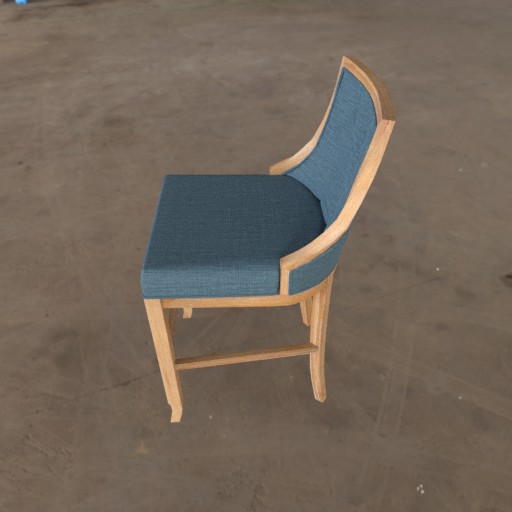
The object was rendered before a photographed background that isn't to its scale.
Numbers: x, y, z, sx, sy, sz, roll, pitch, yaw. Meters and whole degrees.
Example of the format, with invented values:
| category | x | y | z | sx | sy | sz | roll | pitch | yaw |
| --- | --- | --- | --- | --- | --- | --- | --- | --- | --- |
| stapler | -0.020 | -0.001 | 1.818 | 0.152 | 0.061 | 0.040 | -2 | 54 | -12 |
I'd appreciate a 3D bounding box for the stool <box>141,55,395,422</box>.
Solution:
| category | x | y | z | sx | sy | sz | roll | pitch | yaw |
| --- | --- | --- | --- | --- | --- | --- | --- | --- | --- |
| stool | 0.000 | 0.000 | 1.433 | 0.626 | 1.101 | 0.524 | -1 | 40 | -1 |
